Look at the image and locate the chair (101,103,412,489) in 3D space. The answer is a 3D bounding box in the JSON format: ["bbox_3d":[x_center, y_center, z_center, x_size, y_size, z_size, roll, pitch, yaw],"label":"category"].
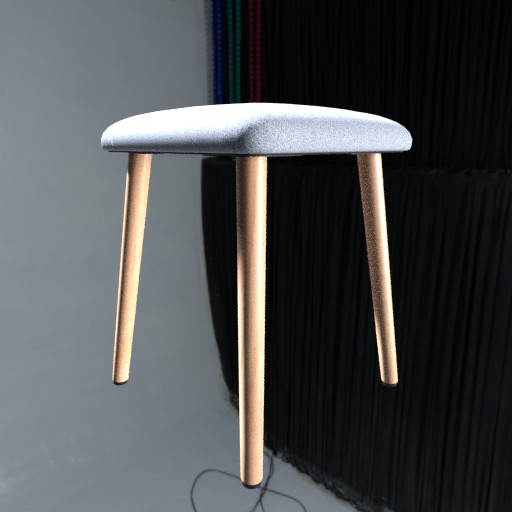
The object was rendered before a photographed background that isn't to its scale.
[{"bbox_3d":[0.000,0.000,0.693,0.350,0.440,0.350,-13,19,-43],"label":"chair"}]
